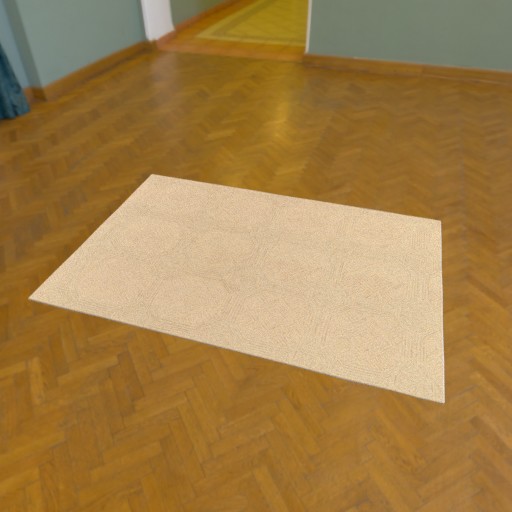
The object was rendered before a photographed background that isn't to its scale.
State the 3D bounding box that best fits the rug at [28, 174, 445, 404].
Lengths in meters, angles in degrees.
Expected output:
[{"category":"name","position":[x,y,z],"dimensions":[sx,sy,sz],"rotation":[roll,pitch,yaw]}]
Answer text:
[{"category":"rug","position":[0.000,0.000,2.297],"dimensions":[1.839,0.009,1.236],"rotation":[11,41,13]}]
